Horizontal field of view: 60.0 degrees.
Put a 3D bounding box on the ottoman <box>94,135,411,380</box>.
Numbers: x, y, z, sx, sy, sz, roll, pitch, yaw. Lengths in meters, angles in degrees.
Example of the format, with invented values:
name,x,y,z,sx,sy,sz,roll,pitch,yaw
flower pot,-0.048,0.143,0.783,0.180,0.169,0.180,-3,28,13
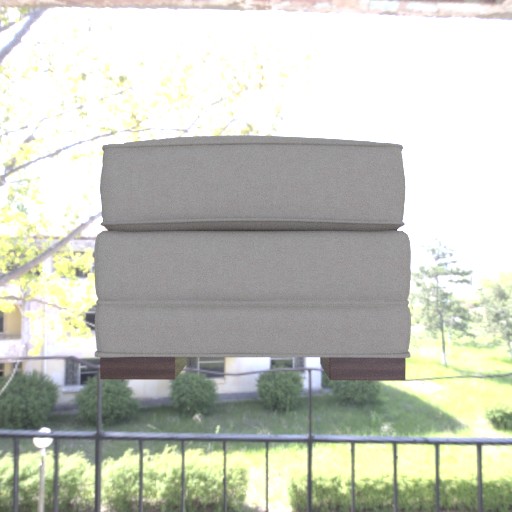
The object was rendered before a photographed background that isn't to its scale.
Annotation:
name,x,y,z,sx,sy,sz,roll,pitch,yaw
ottoman,0.000,0.000,1.223,0.611,0.482,0.848,0,-2,1
